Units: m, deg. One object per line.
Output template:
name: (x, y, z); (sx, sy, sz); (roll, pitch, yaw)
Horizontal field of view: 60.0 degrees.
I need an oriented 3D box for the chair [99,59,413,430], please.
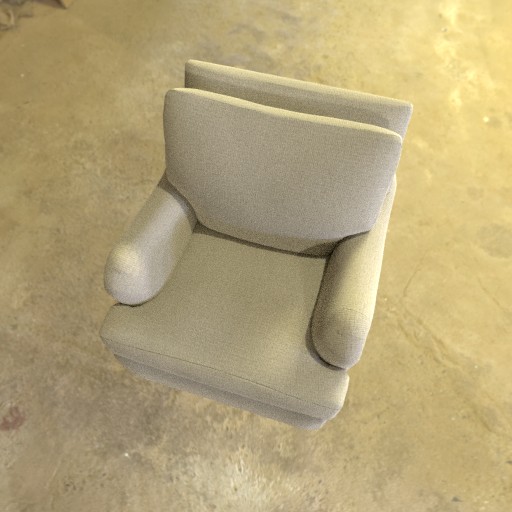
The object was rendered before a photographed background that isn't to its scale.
chair: (0.000, 0.000, 1.802); (0.955, 1.038, 1.070); (15, 59, 9)
